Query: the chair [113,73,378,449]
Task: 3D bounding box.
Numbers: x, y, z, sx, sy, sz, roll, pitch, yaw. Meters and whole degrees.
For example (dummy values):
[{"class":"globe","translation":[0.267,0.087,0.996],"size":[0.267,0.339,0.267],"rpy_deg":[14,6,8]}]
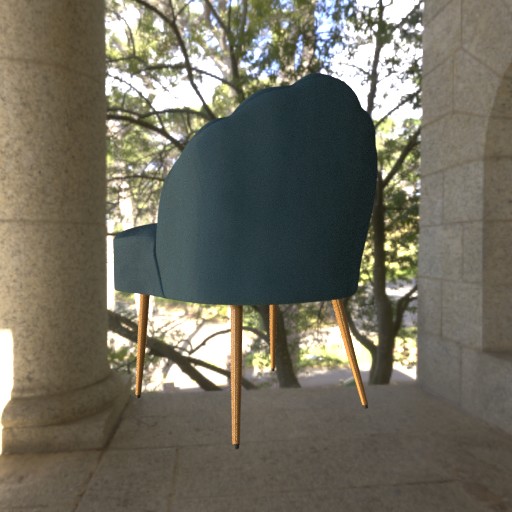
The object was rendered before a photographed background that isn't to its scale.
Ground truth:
[{"class":"chair","translation":[0.000,0.000,1.236],"size":[0.657,0.819,0.599],"rpy_deg":[0,0,-36]}]
